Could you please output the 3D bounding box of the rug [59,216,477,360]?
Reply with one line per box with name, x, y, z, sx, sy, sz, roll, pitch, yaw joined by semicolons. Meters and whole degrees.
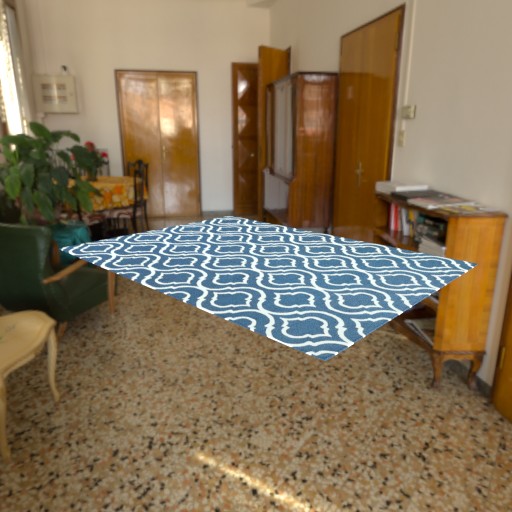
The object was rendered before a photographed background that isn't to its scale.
rug;0.000;0.000;4.359;3.353;0.010;2.438;15;22;41
